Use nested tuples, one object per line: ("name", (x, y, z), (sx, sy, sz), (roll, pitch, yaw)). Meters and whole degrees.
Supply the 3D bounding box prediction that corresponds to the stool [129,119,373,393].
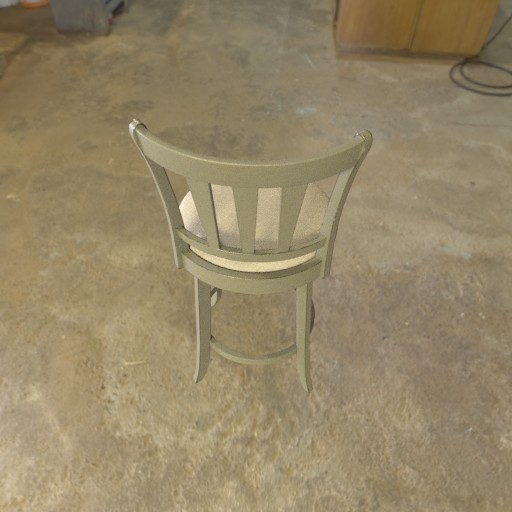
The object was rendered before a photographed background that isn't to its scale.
("stool", (0.000, 0.000, 1.268), (0.450, 0.994, 0.486), (4, 46, 4))
